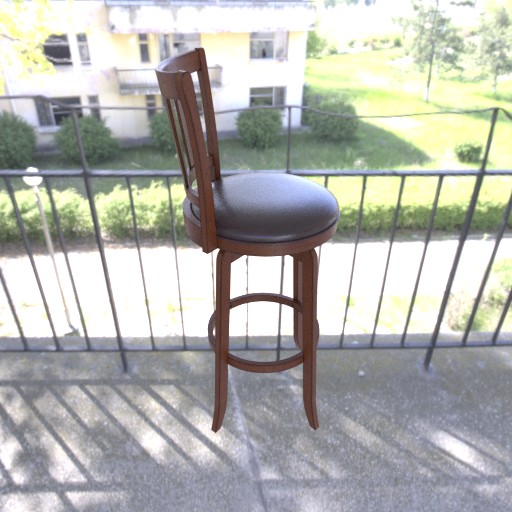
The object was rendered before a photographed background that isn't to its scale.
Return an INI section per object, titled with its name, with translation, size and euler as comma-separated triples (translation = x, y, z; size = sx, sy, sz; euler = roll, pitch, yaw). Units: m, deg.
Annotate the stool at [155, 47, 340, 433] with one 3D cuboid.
[stool]
translation = 0.000, 0.000, 1.426
size = 0.503, 1.177, 0.464
euler = -1, 31, -2
